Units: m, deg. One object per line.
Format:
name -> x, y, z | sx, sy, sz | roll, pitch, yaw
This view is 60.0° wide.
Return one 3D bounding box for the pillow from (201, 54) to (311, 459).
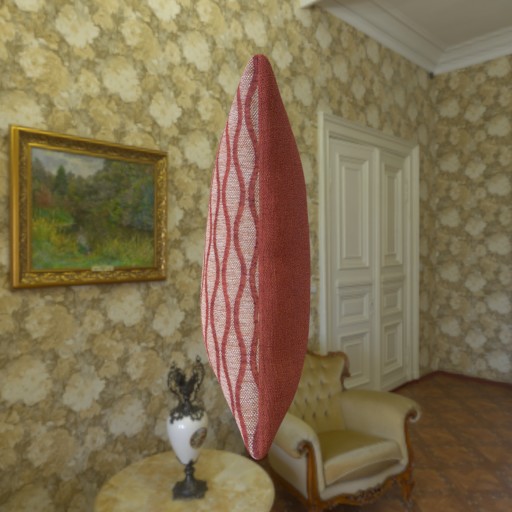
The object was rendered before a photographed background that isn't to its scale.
pillow -> 0.000, 0.000, 0.680 | 0.159, 0.434, 0.429 | 0, 0, 0
